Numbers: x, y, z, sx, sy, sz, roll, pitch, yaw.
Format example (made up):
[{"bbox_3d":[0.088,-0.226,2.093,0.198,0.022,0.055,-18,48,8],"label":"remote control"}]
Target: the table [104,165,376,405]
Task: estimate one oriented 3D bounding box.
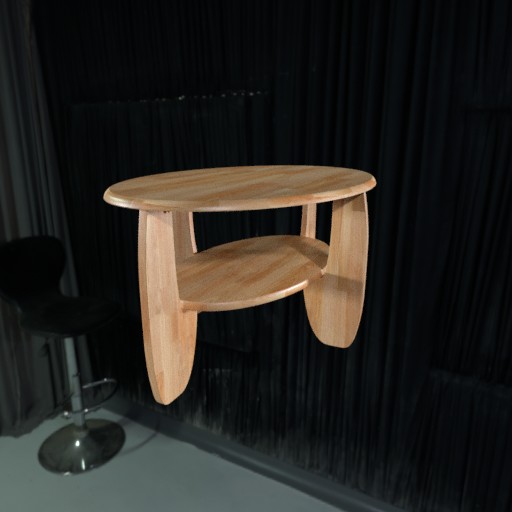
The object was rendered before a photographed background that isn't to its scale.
[{"bbox_3d":[0.000,0.000,1.394,0.690,0.490,1.040,8,18,26],"label":"table"}]
